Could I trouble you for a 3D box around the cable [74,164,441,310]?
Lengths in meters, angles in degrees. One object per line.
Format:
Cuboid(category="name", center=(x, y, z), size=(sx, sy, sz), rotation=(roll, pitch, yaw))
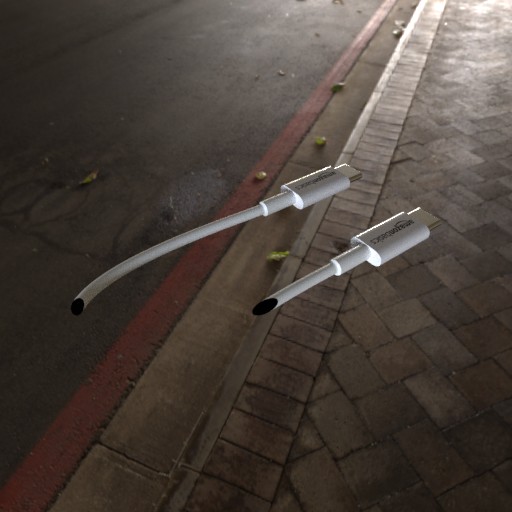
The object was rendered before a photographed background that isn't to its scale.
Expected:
Cuboid(category="cable", center=(0.000, 0.000, 0.113), size=(0.098, 0.005, 0.041), rotation=(-26, 48, -26))
